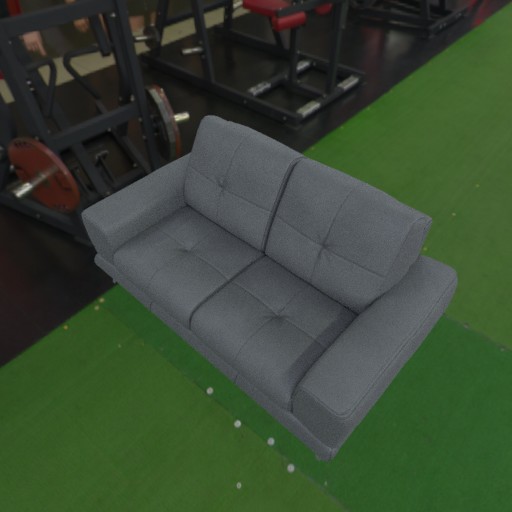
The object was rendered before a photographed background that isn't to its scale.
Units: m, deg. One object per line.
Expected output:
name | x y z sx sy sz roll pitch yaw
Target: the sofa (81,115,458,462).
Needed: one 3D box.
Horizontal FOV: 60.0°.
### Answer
sofa | 0.000 0.000 2.352 1.806 0.907 1.018 33 54 28
